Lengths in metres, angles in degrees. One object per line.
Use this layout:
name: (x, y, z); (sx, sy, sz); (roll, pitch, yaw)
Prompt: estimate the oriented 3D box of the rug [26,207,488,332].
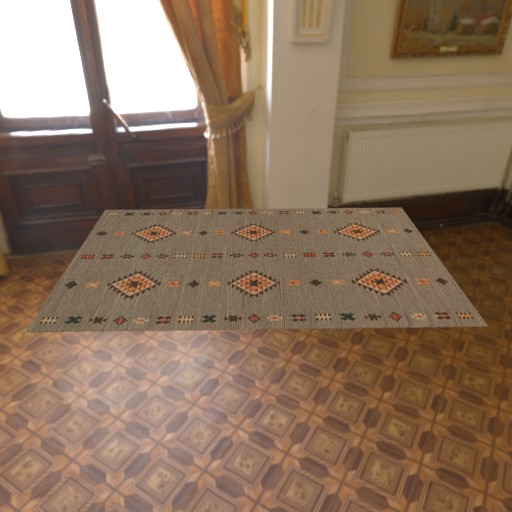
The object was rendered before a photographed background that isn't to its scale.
rug: (0.000, 0.000, 2.978); (2.427, 0.007, 1.515); (-1, 31, -1)
